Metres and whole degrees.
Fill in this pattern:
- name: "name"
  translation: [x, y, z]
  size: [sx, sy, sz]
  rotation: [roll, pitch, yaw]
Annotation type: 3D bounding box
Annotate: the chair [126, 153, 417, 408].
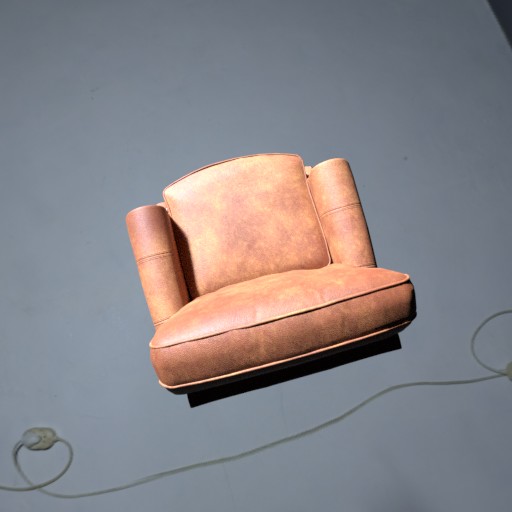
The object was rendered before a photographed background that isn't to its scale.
- name: "chair"
  translation: [0.000, 0.000, 1.801]
  size: [0.936, 1.018, 0.986]
  rotation: [-15, 76, -4]
